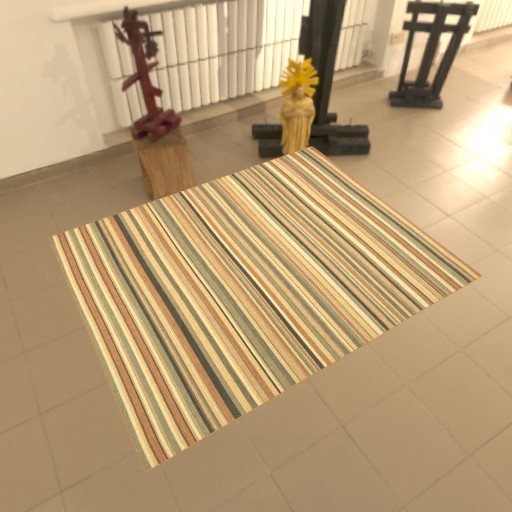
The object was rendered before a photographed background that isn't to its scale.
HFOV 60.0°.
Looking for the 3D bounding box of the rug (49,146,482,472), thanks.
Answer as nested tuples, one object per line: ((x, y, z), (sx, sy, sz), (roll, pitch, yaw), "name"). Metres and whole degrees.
((0.000, 0.000, 3.950), (3.045, 0.011, 2.436), (-24, 50, -22), "rug")
